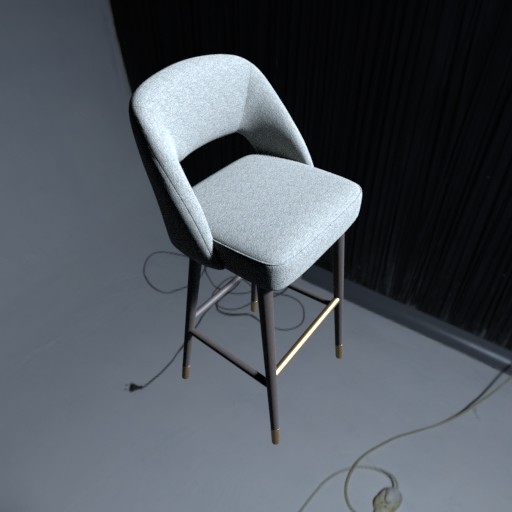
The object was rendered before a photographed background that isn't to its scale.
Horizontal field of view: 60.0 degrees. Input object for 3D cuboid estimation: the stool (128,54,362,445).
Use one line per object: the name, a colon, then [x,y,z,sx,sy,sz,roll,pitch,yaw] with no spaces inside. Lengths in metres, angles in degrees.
stool: [0.000,0.000,1.398,0.524,1.089,0.536,26,46,27]
